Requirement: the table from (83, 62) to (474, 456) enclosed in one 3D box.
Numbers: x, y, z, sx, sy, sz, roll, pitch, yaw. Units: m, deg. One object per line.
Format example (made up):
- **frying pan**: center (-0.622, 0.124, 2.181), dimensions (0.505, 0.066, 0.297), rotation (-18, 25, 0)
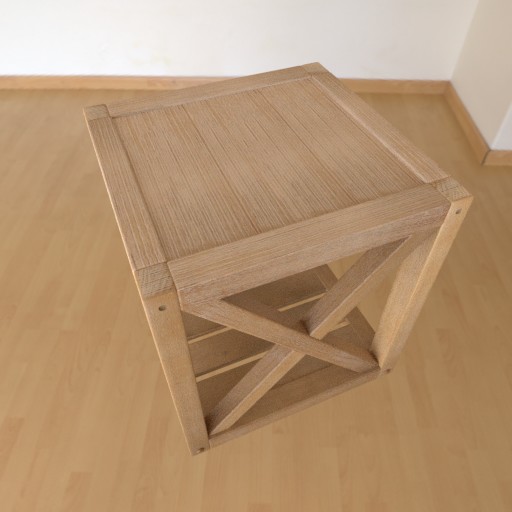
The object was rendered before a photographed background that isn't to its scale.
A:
- **table**: center (0.000, 0.000, 1.054), dimensions (0.559, 0.610, 0.558), rotation (-17, 50, -15)
